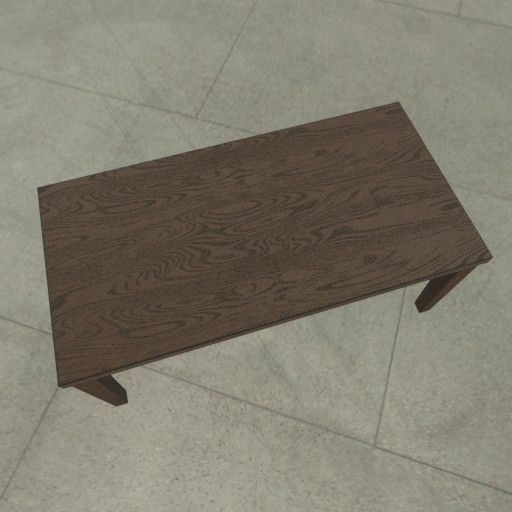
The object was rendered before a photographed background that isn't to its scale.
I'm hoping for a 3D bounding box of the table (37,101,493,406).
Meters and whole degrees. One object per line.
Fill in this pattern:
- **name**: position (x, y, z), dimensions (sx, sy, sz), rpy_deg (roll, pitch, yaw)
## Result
- **table**: position (0.000, 0.000, 2.469), dimensions (1.981, 0.762, 1.016), rpy_deg (-15, 65, -7)
